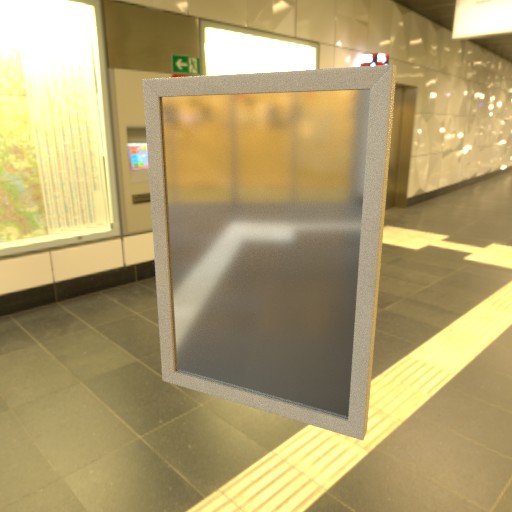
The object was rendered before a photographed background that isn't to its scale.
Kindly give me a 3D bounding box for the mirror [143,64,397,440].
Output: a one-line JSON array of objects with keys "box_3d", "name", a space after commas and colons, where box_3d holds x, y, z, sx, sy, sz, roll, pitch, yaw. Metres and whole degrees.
[{"box_3d": [0.000, 0.000, 0.930, 0.507, 0.710, 0.040, 8, 18, 25], "name": "mirror"}]
